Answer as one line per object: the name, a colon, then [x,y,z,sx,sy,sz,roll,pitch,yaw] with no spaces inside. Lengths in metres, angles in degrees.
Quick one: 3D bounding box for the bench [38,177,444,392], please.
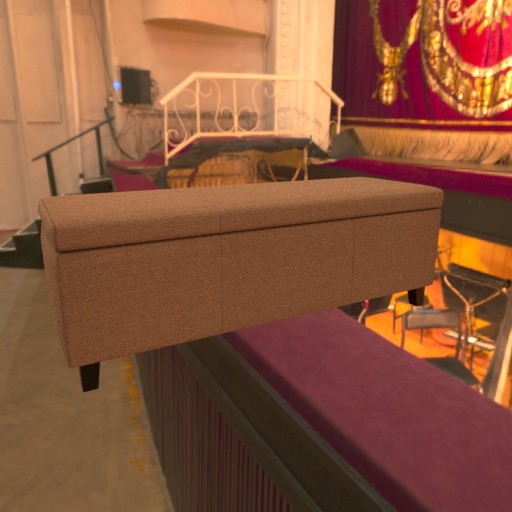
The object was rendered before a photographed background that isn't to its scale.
bench: [0.000,0.000,1.476,1.269,0.438,0.446,-8,18,-27]
